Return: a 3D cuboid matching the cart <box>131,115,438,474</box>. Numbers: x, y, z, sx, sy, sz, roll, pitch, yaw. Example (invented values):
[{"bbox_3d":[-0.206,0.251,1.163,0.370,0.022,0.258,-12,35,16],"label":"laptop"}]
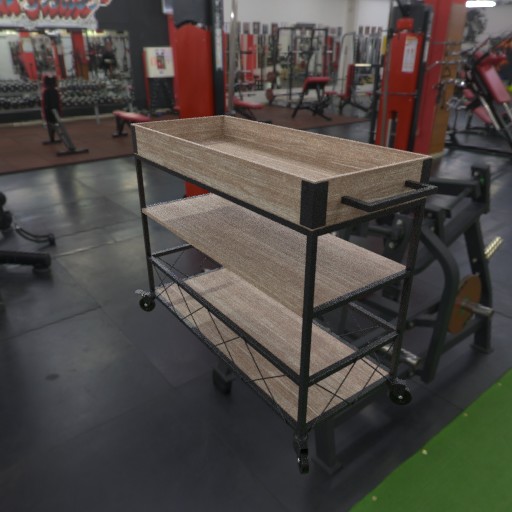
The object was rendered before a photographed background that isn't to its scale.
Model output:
[{"bbox_3d":[0.000,0.000,1.503,0.500,0.787,1.101,-17,30,-32],"label":"cart"}]
